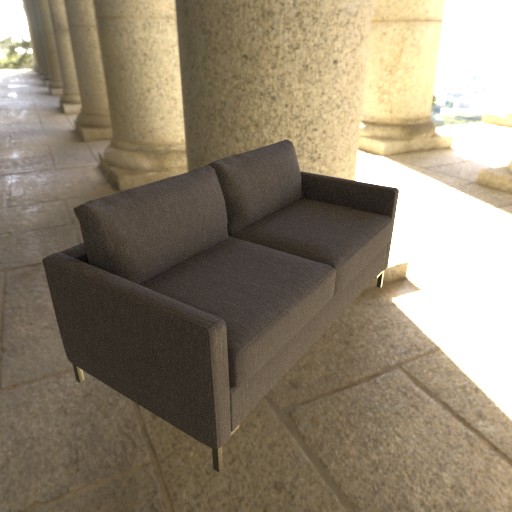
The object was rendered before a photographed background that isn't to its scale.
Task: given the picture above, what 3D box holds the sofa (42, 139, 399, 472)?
[{"bbox_3d":[0.000,0.000,2.174,0.875,0.840,1.682,17,31,31],"label":"sofa"}]
